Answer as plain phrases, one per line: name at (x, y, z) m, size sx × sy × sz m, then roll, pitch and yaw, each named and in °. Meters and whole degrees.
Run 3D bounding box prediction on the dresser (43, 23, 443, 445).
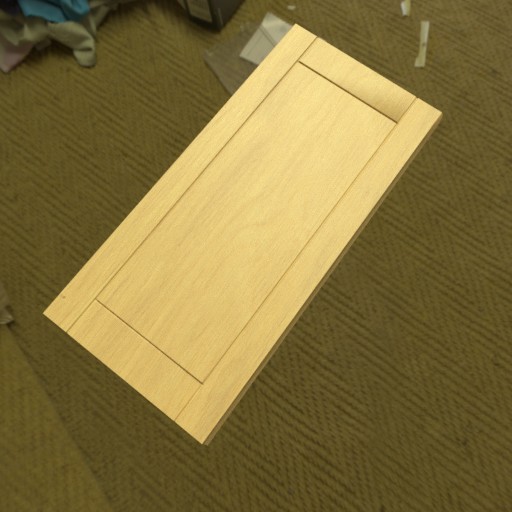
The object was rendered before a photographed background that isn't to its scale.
dresser at (0.000, 0.000, 1.393) m, size 0.440 × 0.835 × 0.915 m, roll 36°, pitch 78°, yaw 9°
